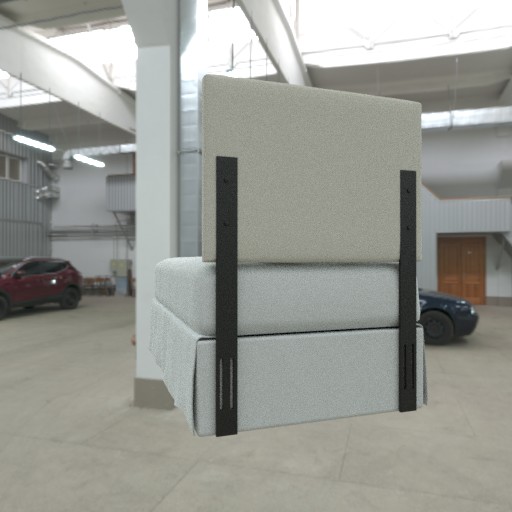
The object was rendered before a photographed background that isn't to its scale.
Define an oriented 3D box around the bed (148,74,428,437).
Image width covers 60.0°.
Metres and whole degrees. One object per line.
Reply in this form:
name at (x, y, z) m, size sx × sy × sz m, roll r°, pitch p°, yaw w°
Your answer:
bed at (0.000, 0.000, 3.004) m, size 1.261 × 1.571 × 1.997 m, roll 0°, pitch 0°, yaw -19°
